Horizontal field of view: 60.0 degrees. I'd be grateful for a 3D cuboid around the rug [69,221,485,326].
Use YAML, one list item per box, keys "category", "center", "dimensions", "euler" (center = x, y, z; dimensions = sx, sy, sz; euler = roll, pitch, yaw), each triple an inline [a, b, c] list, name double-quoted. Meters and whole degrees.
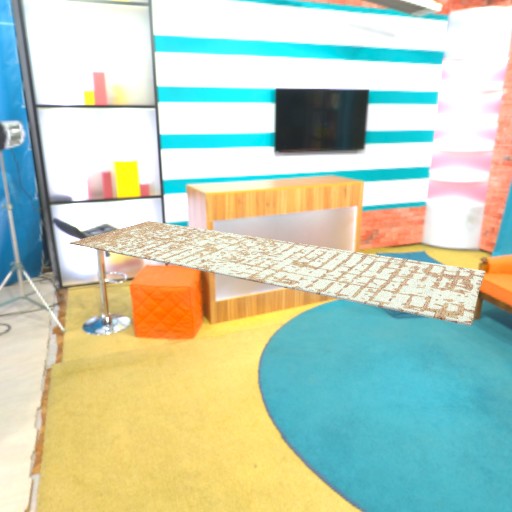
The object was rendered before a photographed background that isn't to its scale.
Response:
- category: "rug"
  center: [0.000, 0.000, 2.669]
  dimensions: [2.435, 0.011, 0.750]
  euler: [10, 20, 29]
